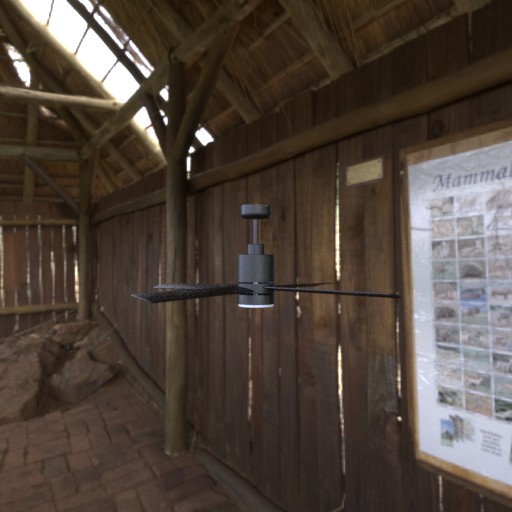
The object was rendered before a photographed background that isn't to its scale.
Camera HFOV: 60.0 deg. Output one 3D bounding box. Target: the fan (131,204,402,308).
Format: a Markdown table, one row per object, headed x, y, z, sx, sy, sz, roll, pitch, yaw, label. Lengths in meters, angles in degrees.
| x | y | z | sx | sy | sz | roll | pitch | yaw | label |
| --- | --- | --- | --- | --- | --- | --- | --- | --- | --- |
| 0.000 | 0.000 | 2.367 | 1.525 | 0.534 | 1.525 | -1 | -1 | 38 | fan |
